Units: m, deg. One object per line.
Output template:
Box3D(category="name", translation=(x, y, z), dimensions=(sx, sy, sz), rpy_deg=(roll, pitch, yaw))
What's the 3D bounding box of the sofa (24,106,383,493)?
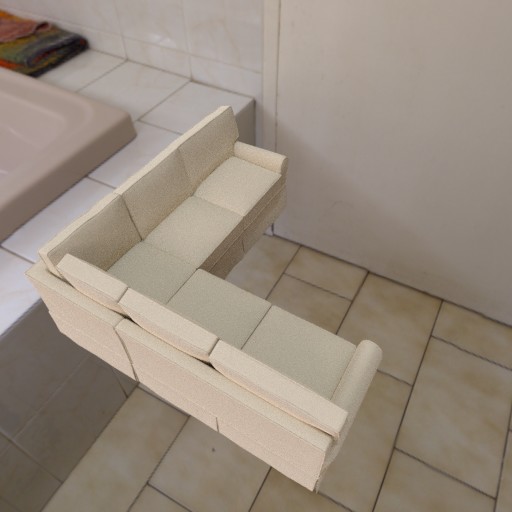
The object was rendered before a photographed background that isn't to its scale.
Box3D(category="sofa", translation=(0.000, 0.000, 3.876), dimensions=(2.591, 1.070, 2.597), rpy_deg=(24, 53, 20))
